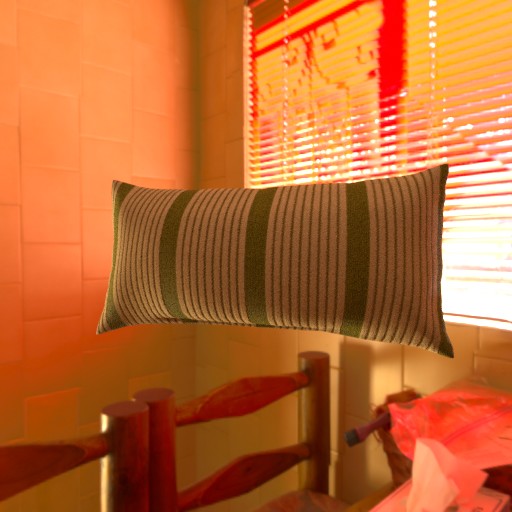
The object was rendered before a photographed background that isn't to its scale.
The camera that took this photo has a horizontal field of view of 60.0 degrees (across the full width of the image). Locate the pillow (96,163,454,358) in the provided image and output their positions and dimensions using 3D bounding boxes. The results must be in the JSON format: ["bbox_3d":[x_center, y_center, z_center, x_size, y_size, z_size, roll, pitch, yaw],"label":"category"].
[{"bbox_3d":[0.000,0.000,0.744,0.608,0.292,0.156,0,1,18],"label":"pillow"}]
